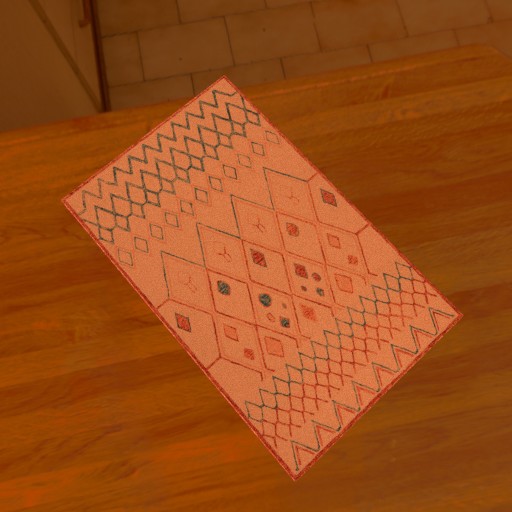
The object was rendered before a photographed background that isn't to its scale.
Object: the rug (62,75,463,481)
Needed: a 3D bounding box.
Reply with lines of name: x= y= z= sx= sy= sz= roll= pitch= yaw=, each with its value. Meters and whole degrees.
rug: x=0.000 y=0.000 z=3.039 sx=1.524 sy=0.015 sz=2.438 roll=-41 pitch=80 yaw=-9
